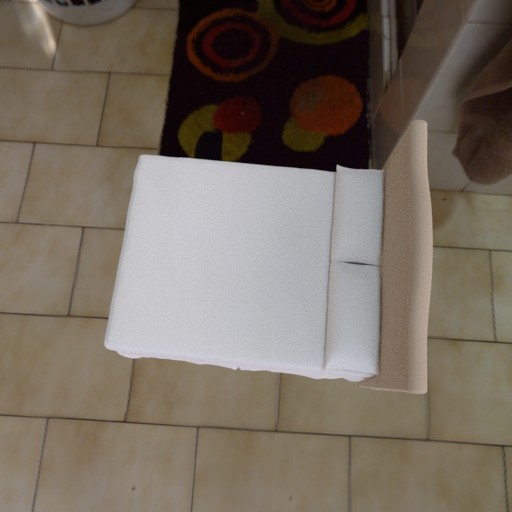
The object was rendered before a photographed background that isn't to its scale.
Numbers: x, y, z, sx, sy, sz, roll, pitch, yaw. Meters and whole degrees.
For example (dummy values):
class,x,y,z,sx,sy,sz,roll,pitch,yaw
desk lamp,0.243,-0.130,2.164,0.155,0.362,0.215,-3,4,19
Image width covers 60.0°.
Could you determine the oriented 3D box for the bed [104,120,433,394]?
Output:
class,x,y,z,sx,sy,sz,roll,pitch,yaw
bed,0.000,0.000,3.207,2.052,1.398,1.678,6,75,2
